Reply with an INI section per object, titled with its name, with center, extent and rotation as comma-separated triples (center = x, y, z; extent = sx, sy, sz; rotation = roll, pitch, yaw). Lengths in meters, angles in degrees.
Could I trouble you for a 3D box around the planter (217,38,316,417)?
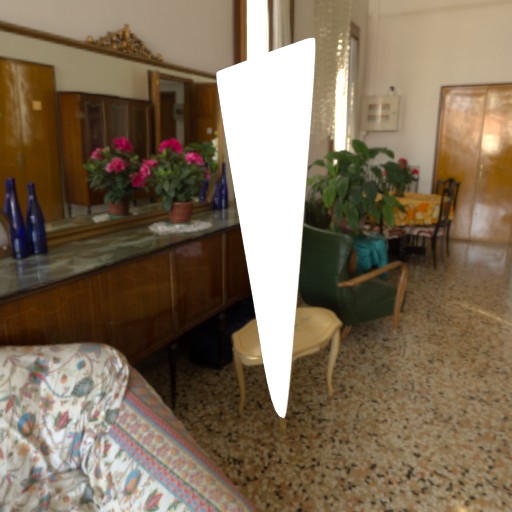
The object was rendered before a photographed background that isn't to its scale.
[planter]
center = 0.000, 0.000, 0.404
extent = 0.065, 0.338, 0.143
rotation = -2, 14, -8
